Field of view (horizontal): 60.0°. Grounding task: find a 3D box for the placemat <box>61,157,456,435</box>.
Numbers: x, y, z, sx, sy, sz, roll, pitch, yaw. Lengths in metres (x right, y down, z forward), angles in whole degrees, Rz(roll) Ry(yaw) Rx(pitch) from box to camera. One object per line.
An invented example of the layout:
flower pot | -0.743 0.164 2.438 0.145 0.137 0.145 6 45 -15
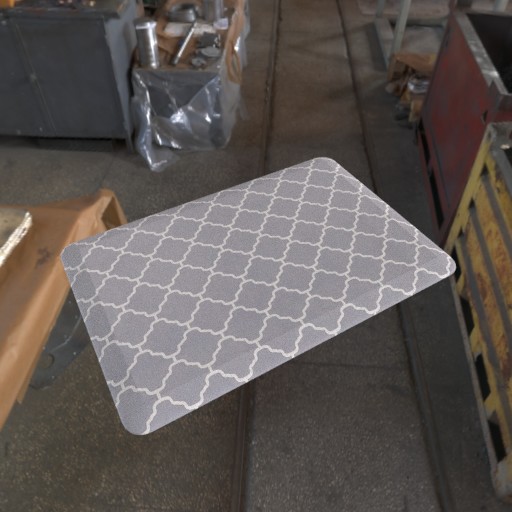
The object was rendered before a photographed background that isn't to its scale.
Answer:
placemat | 0.000 0.000 0.992 0.762 0.021 0.508 -23 51 -20
